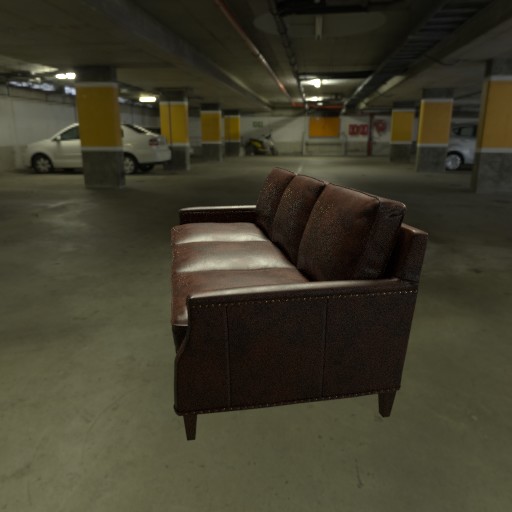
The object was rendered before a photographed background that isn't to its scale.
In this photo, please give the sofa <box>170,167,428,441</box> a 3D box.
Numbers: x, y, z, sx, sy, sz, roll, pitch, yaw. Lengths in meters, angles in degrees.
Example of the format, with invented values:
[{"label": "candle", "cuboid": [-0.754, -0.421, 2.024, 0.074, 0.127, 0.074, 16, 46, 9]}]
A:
[{"label": "sofa", "cuboid": [0.000, 0.000, 2.845, 1.084, 1.003, 2.240, -3, 15, -10]}]
